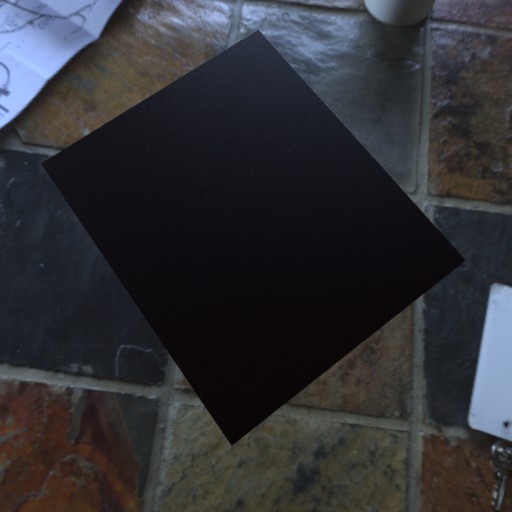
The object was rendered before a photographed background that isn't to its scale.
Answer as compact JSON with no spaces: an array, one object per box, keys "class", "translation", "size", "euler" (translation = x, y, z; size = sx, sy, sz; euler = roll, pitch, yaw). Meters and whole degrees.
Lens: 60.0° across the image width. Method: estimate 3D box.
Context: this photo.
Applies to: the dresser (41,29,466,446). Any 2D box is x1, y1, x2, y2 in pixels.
[{"class":"dresser","translation":[0.000,0.000,0.755],"size":[0.360,0.470,0.400],"euler":[-36,78,-9]}]
